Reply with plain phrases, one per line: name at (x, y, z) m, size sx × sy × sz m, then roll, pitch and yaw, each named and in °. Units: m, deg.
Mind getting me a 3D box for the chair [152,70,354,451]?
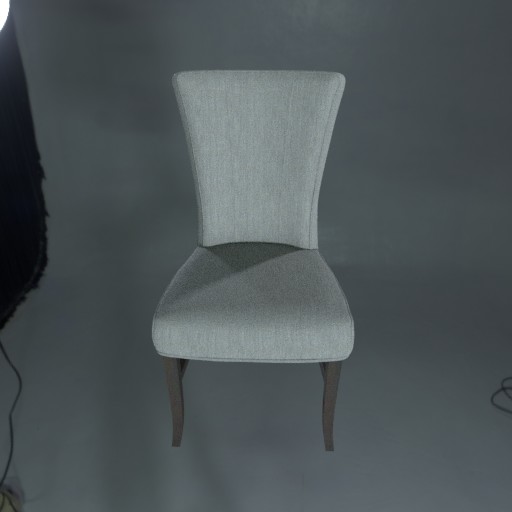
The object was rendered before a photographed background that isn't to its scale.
chair at (0.000, 0.000, 1.356) m, size 0.520 × 0.991 × 0.660 m, roll 1°, pitch 30°, yaw 2°
